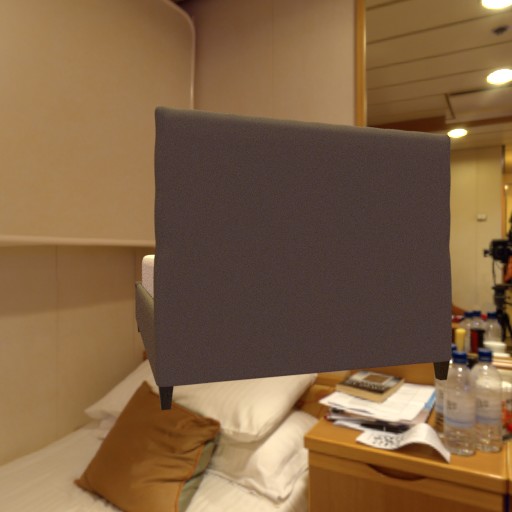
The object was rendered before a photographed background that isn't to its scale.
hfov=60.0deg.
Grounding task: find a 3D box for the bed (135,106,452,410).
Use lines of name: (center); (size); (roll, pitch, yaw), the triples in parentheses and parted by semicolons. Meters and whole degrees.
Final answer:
bed: (0.000, 0.000, 3.356); (1.696, 1.426, 2.233); (0, 0, -18)
